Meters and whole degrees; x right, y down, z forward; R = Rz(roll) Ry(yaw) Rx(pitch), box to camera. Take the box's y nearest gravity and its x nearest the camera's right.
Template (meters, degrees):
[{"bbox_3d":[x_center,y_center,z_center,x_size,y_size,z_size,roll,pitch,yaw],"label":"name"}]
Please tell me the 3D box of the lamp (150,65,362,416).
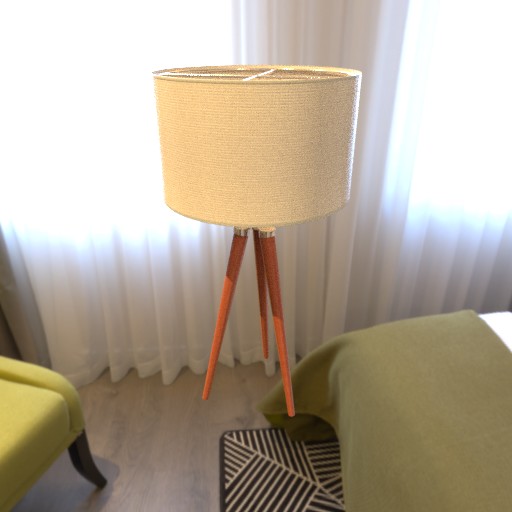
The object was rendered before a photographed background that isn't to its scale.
[{"bbox_3d":[0.000,0.000,0.918,0.355,0.709,0.354,-18,31,-31],"label":"lamp"}]
